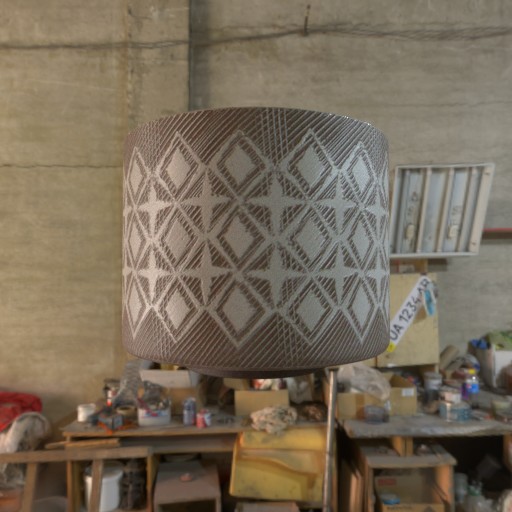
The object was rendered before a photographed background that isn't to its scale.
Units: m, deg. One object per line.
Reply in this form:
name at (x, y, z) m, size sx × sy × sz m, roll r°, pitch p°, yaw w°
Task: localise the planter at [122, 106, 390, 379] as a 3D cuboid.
planter at (0.000, 0.000, 0.219) m, size 0.126 × 0.104 × 0.126 m, roll 0°, pitch -1°, yaw 0°
